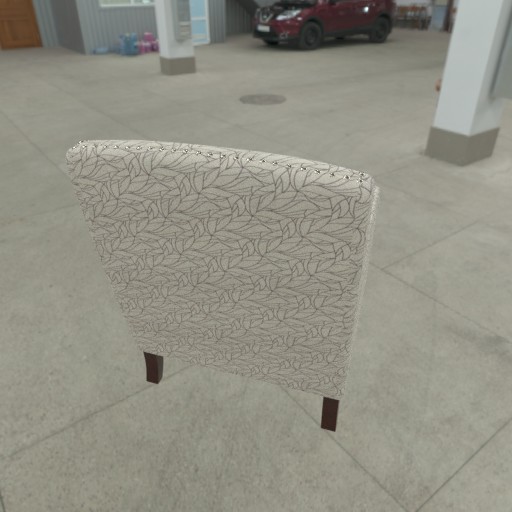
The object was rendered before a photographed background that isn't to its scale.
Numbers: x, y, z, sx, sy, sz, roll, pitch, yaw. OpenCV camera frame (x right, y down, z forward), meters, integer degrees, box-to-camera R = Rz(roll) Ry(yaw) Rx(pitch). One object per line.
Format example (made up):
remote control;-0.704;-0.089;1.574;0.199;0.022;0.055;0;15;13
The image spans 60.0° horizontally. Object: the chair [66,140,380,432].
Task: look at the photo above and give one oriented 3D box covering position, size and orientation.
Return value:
chair;0.000;0.000;1.278;0.623;0.816;0.651;10;33;15
